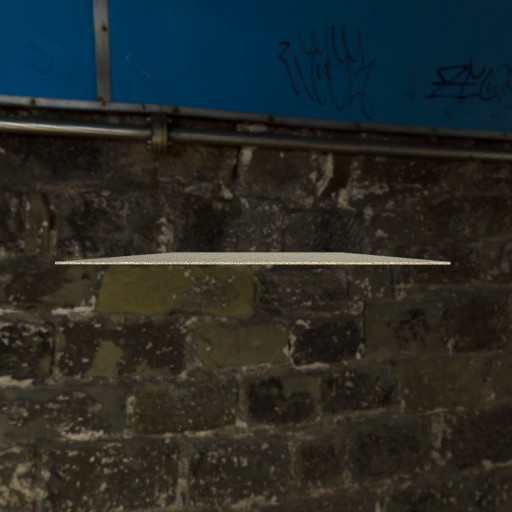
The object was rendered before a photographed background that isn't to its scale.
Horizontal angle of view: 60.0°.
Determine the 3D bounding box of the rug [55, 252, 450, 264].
[{"bbox_3d":[0.000,0.000,2.156,1.142,0.006,1.752,0,1,1],"label":"rug"}]
